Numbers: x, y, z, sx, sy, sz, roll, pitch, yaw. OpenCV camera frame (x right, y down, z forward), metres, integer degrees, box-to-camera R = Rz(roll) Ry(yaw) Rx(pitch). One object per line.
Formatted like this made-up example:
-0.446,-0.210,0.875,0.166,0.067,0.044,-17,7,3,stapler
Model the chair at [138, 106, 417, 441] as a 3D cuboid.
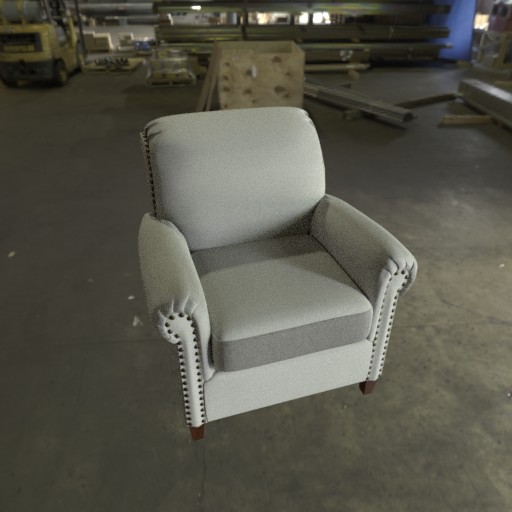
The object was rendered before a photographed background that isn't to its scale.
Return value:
0.000,0.000,1.680,0.854,0.927,0.890,-10,33,-15,chair
